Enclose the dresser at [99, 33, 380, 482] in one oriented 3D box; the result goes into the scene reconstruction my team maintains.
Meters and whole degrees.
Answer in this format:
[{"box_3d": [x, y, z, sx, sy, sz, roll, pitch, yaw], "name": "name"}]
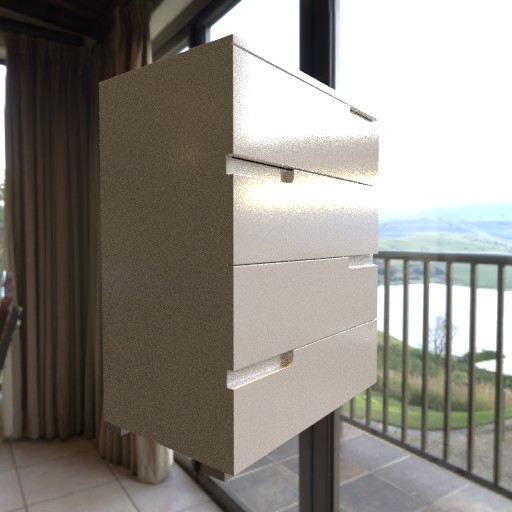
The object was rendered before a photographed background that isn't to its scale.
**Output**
[{"box_3d": [0.000, 0.000, 1.158, 0.400, 0.800, 0.650, 2, 3, 38], "name": "dresser"}]
